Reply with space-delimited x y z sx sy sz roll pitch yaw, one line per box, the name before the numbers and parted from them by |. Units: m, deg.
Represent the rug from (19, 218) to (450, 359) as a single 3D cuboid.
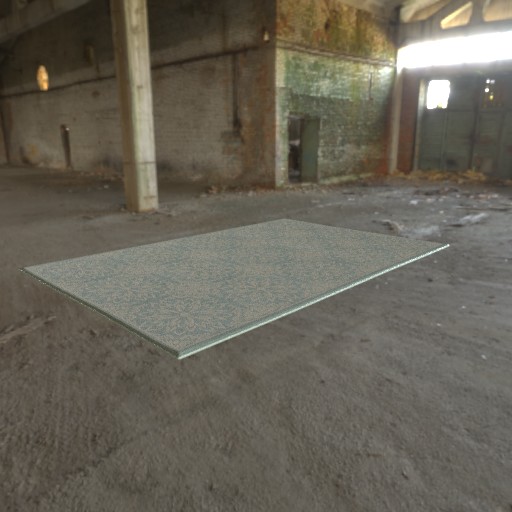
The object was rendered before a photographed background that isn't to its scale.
rug | 0.000 0.000 2.236 1.219 0.012 1.840 14 20 43
